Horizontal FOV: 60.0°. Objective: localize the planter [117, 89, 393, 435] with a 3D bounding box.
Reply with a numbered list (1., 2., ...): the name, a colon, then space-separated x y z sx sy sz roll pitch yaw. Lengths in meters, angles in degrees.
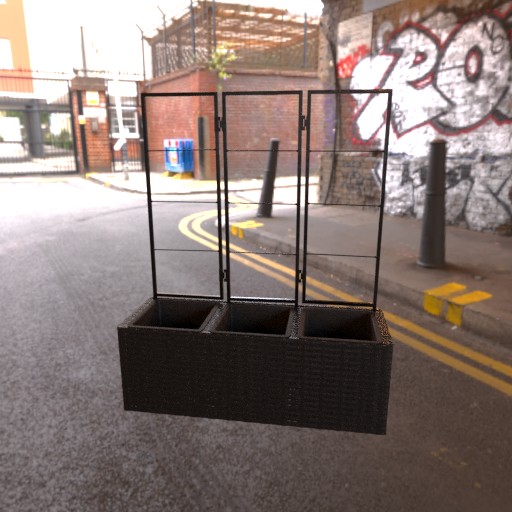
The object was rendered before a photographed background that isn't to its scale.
1. planter: 0.000 0.000 1.170 0.698 0.841 0.244 2 15 9
